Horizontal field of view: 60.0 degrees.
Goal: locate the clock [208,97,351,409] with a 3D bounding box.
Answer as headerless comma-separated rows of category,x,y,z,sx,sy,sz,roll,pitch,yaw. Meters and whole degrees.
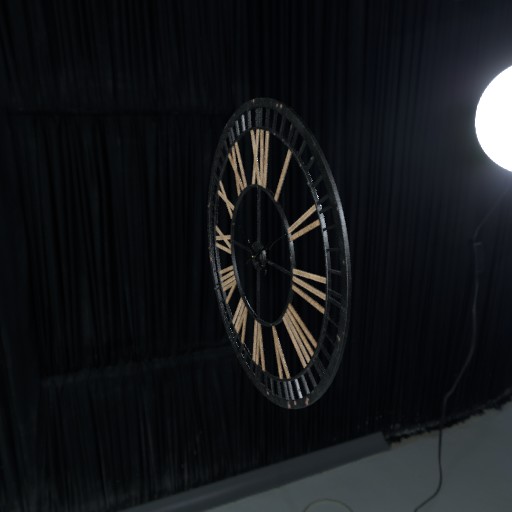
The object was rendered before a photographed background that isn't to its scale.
clock,0.000,0.000,1.251,0.025,0.843,0.843,-7,17,-24
